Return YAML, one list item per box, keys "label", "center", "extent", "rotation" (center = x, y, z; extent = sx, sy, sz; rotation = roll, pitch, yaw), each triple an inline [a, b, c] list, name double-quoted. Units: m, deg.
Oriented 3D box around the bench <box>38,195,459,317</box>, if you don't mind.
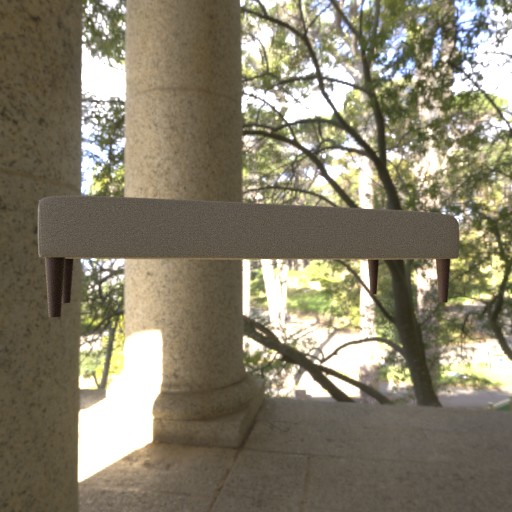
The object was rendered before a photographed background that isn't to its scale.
- label: "bench"
  center: [0.000, 0.000, 1.876]
  extent: [1.609, 0.393, 0.646]
  rotation: [0, -1, -20]
